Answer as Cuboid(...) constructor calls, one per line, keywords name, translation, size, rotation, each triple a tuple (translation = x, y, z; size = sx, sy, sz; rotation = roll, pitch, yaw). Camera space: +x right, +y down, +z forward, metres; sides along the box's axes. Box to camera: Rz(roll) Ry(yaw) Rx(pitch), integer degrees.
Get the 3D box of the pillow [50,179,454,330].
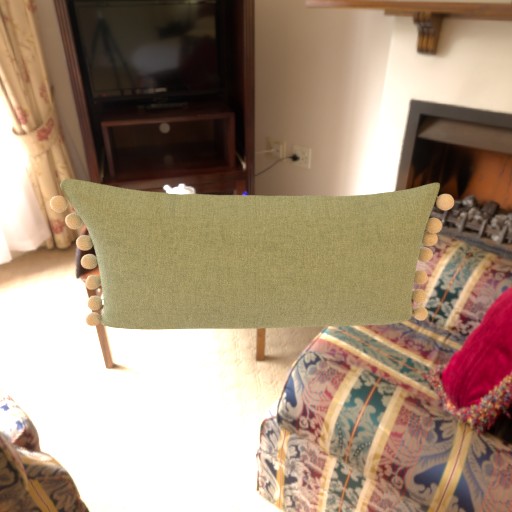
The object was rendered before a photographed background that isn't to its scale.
Cuboid(name="pillow", translation=(0.000, 0.000, 0.847), size=(0.709, 0.322, 0.201), rotation=(-1, 32, -1))
